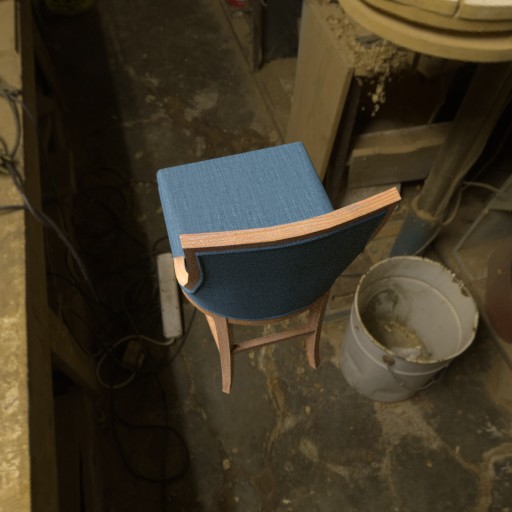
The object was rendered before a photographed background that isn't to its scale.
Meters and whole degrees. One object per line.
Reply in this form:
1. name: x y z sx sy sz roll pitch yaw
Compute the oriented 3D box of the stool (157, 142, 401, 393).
1. stool: 0.000 0.000 1.443 0.524 1.101 0.626 -13 59 -8
